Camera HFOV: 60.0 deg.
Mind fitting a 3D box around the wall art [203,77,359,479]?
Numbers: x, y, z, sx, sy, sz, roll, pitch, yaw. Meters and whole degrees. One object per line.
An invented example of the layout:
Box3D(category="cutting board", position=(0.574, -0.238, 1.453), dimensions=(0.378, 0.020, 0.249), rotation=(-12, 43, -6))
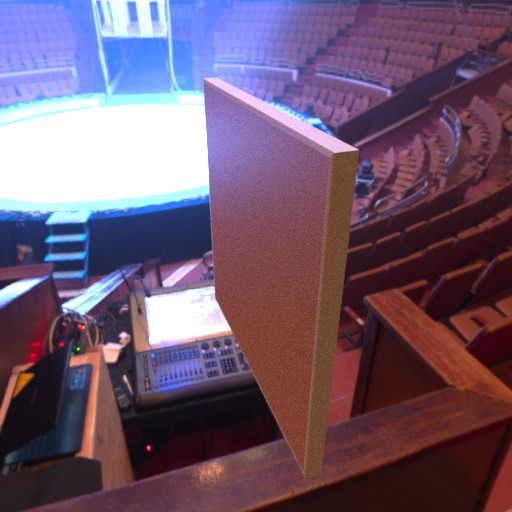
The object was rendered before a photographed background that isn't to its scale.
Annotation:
Box3D(category="wall art", position=(0.000, 0.000, 1.149), dimensions=(0.041, 0.765, 0.768), rotation=(-10, 31, -17))
